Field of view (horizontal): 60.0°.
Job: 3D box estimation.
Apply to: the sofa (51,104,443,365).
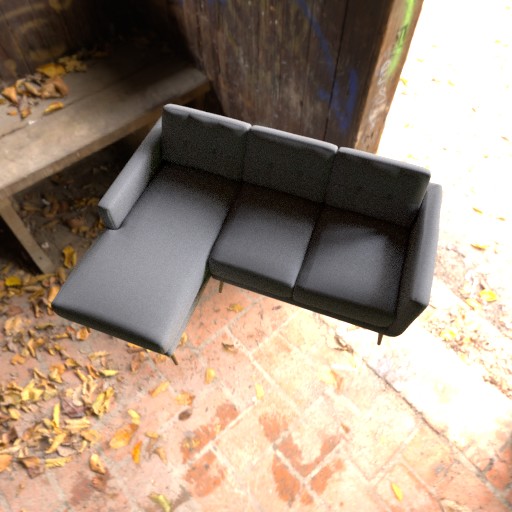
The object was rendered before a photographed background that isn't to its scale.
[{"bbox_3d":[0.000,0.000,2.788,2.040,0.860,1.530,17,59,11],"label":"sofa"}]
